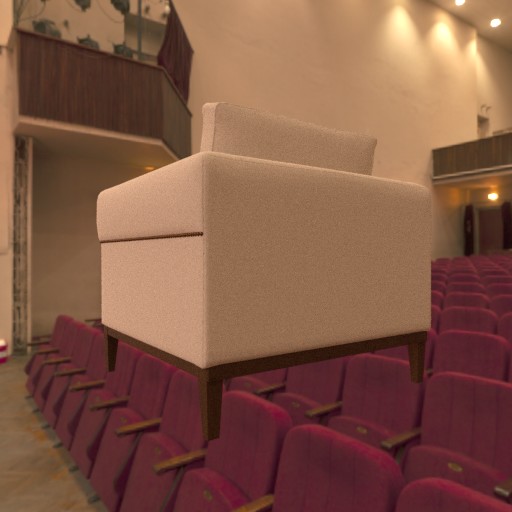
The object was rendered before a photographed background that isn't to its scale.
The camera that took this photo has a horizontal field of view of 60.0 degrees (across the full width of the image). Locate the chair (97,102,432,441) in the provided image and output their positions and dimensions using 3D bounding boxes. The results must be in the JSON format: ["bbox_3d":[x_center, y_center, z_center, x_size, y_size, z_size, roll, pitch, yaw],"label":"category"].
[{"bbox_3d":[0.000,0.000,1.700,0.982,0.915,0.896,0,0,-35],"label":"chair"}]
